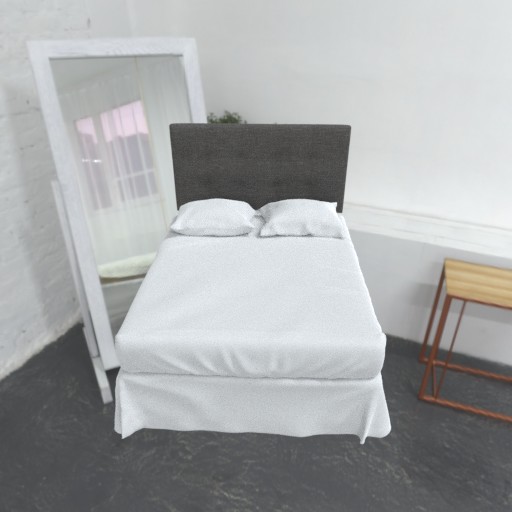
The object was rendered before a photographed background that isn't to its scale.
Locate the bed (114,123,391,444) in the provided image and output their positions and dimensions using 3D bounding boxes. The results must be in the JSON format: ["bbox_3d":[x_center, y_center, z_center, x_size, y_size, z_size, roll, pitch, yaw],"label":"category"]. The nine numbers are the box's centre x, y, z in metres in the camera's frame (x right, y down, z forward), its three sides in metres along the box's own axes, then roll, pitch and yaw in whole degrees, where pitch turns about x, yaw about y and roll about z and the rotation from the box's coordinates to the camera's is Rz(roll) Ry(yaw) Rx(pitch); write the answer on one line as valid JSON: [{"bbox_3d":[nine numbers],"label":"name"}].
[{"bbox_3d":[0.000,0.000,3.475,1.936,1.577,2.222,1,30,2],"label":"bed"}]
